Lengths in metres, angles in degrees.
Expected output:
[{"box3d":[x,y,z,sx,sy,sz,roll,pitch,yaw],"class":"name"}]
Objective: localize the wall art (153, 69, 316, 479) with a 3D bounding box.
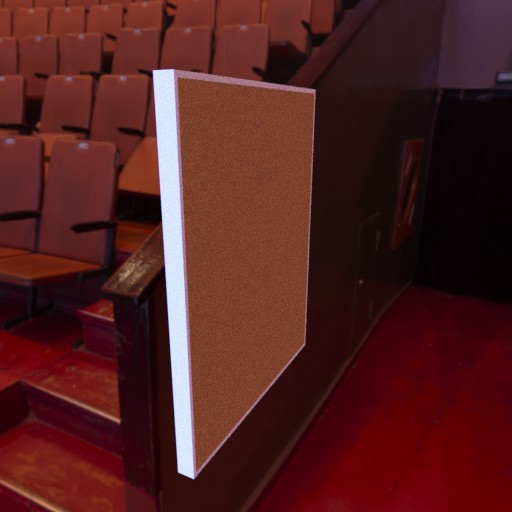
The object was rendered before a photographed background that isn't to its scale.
[{"box3d":[0.000,0.000,0.752,0.030,0.549,0.443,9,20,26],"class":"wall art"}]
